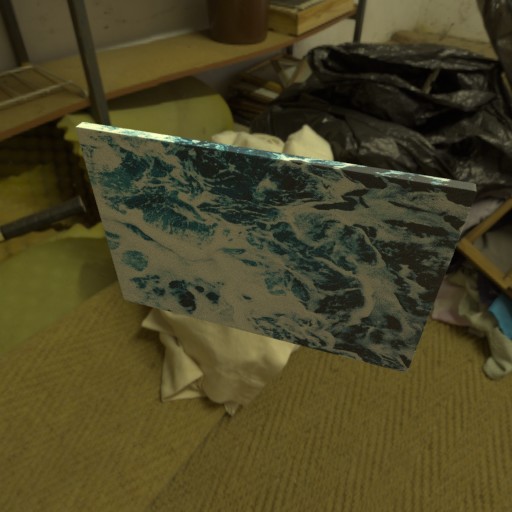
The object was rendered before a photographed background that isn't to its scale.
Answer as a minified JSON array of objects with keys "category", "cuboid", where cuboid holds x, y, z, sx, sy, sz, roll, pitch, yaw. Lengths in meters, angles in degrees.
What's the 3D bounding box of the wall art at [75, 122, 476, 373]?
[{"category":"wall art","cuboid":[0.000,0.000,1.965,1.524,1.017,0.055,12,43,14]}]
